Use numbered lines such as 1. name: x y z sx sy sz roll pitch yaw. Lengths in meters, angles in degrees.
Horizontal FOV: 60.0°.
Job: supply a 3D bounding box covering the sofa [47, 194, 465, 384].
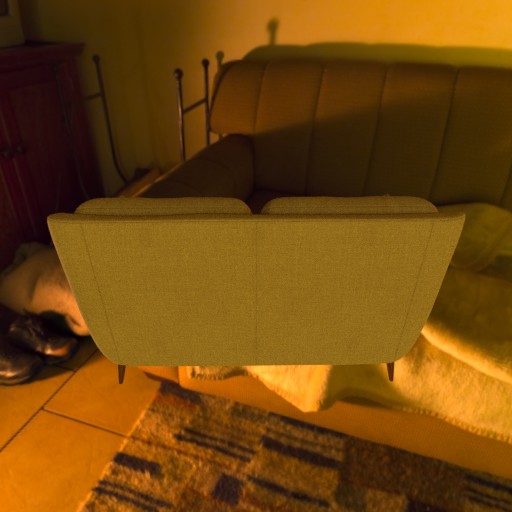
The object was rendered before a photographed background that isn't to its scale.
1. sofa: 0.000 0.000 2.203 1.652 0.888 0.965 0 31 -1
